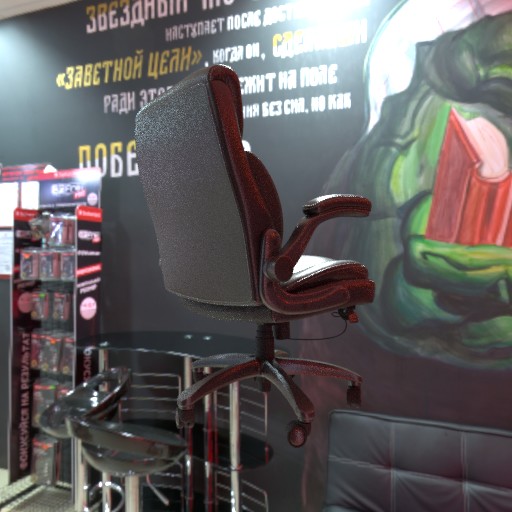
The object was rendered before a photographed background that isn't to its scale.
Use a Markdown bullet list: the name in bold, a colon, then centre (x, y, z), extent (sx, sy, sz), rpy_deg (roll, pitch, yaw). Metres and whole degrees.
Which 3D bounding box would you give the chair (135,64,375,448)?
- **chair**: centre (0.000, 0.000, 1.623), extent (0.724, 1.110, 0.782), rpy_deg (-1, 1, -37)
